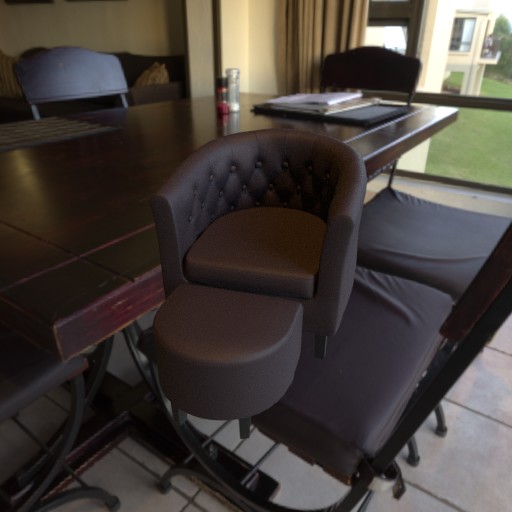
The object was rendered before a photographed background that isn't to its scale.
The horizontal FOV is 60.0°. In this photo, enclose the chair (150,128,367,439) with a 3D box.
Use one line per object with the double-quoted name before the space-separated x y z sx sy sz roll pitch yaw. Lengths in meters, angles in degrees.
"chair" 0.000 0.000 1.725 0.763 0.760 1.191 7 28 14
